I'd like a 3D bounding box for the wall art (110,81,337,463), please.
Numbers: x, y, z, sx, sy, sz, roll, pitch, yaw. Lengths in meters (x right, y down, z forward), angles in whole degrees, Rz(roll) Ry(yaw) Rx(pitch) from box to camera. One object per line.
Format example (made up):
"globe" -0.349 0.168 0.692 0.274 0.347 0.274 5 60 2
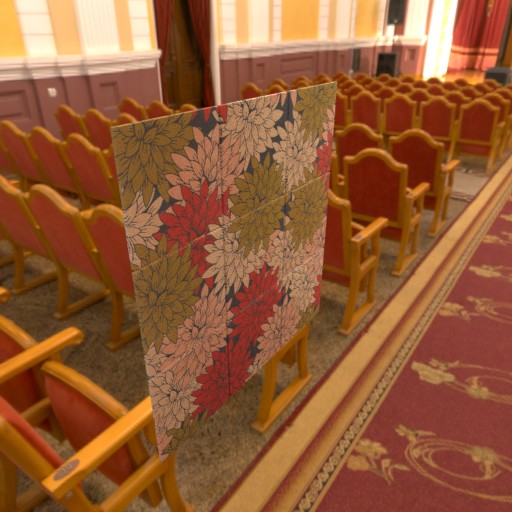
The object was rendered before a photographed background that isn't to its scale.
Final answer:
"wall art" 0.000 0.000 1.796 0.013 1.218 1.206 18 33 31
